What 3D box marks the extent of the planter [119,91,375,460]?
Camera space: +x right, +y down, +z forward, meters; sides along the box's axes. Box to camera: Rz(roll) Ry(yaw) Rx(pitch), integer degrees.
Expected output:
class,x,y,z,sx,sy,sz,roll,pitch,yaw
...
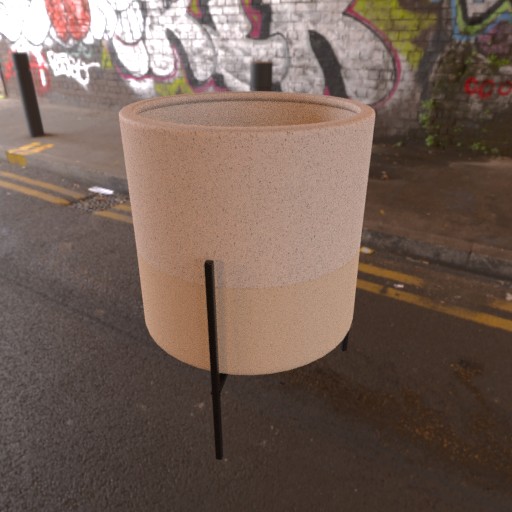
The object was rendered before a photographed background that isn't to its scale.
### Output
class,x,y,z,sx,sy,sz,roll,pitch,yaw
planter,0.000,0.000,0.648,0.335,0.423,0.313,-8,28,-16
